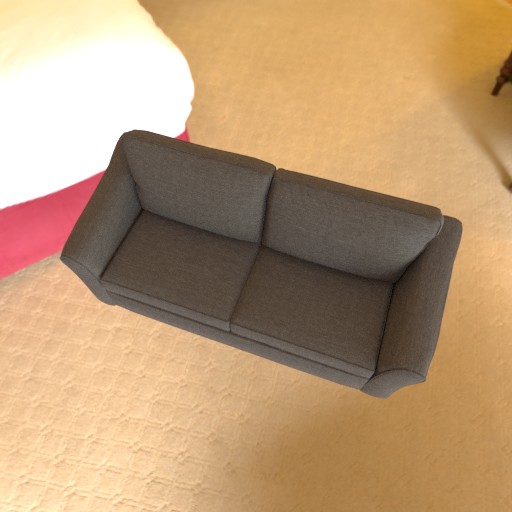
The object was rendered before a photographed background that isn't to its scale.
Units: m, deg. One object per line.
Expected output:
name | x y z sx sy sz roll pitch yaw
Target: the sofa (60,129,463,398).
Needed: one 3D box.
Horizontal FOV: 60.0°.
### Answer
sofa | 0.000 0.000 2.795 2.270 0.950 0.971 17 60 10
